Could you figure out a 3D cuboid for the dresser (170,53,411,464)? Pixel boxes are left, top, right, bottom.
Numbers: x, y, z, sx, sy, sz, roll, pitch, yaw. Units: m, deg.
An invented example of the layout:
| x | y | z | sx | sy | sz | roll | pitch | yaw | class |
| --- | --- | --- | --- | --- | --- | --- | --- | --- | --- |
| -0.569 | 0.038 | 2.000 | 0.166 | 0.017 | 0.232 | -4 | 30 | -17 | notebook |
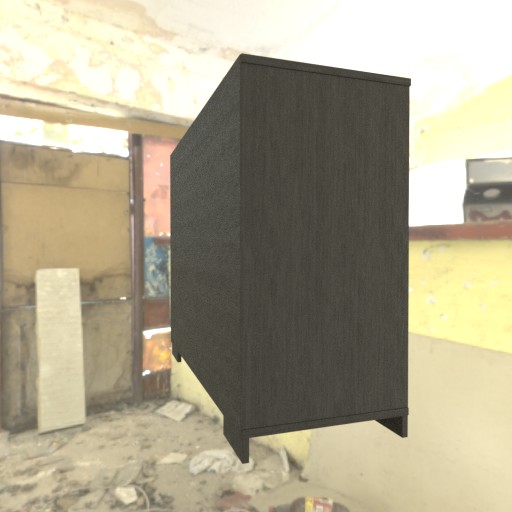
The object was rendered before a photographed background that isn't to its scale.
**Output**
| x | y | z | sx | sy | sz | roll | pitch | yaw | class |
| --- | --- | --- | --- | --- | --- | --- | --- | --- | --- |
| 0.000 | 0.000 | 1.412 | 0.404 | 0.816 | 0.994 | 0 | 1 | -19 | dresser |
